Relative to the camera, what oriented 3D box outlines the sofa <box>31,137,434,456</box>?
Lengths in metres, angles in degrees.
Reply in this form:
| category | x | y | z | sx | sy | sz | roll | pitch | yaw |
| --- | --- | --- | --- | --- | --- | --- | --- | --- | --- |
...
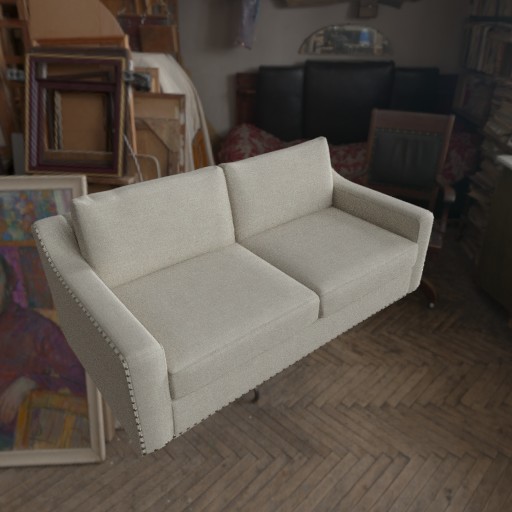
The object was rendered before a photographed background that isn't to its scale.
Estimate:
| category | x | y | z | sx | sy | sz | roll | pitch | yaw |
| --- | --- | --- | --- | --- | --- | --- | --- | --- | --- |
| sofa | 0.000 | 0.000 | 2.647 | 2.107 | 0.983 | 1.104 | -22 | 37 | -33 |
